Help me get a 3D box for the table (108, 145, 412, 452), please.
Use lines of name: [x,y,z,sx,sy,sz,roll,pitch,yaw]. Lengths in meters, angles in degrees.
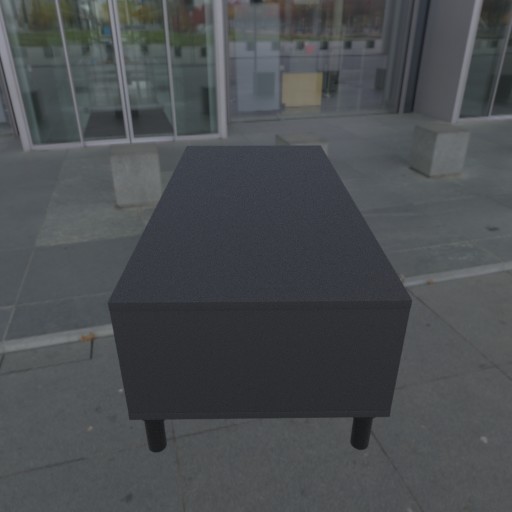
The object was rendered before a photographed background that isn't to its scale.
table: [0.000,0.000,1.342,0.550,0.400,1.100,0,28,-1]
